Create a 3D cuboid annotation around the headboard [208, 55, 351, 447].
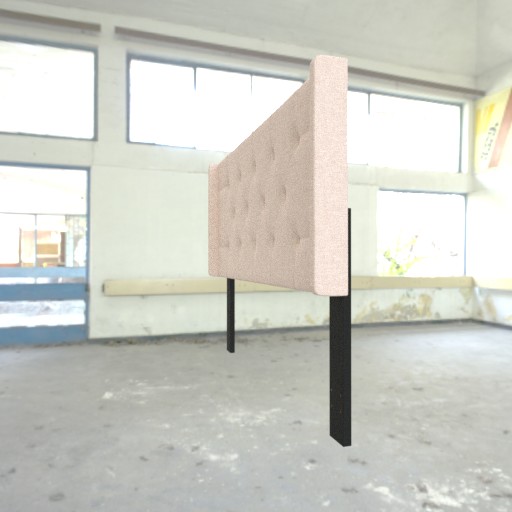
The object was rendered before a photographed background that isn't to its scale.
[{"bbox_3d":[0.000,0.000,2.676,0.184,1.524,2.051,0,0,-17],"label":"headboard"}]
